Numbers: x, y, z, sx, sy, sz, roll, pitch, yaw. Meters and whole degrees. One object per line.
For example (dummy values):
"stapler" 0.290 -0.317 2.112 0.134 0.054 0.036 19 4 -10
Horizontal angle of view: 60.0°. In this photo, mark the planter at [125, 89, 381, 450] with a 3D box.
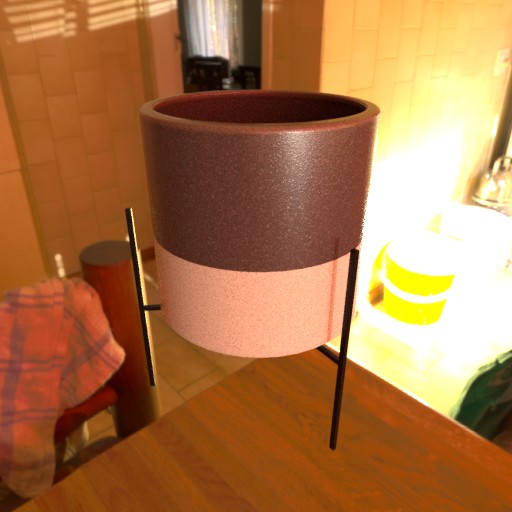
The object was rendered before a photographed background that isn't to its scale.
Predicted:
"planter" 0.000 0.000 0.529 0.250 0.353 0.260 8 28 15
